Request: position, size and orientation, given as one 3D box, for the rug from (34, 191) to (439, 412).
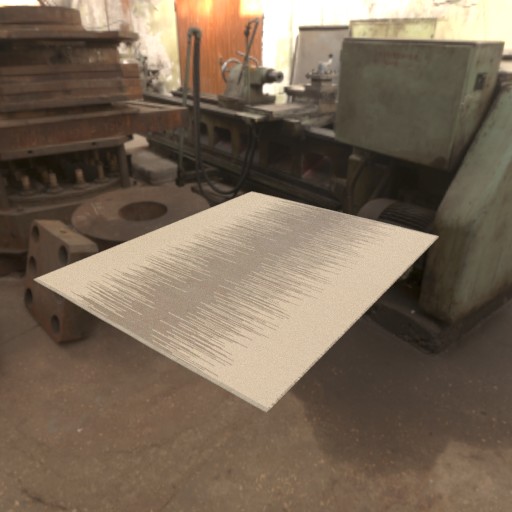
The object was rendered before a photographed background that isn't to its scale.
[{"bbox_3d":[0.000,0.000,4.169,2.453,0.010,3.037,19,32,33],"label":"rug"}]
